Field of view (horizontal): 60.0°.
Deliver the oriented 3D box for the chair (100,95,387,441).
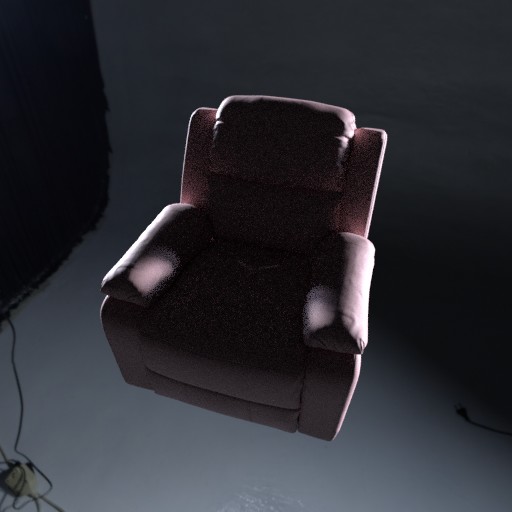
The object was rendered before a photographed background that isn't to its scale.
[{"bbox_3d":[0.000,0.000,1.279,0.680,0.702,0.709,11,42,13],"label":"chair"}]
